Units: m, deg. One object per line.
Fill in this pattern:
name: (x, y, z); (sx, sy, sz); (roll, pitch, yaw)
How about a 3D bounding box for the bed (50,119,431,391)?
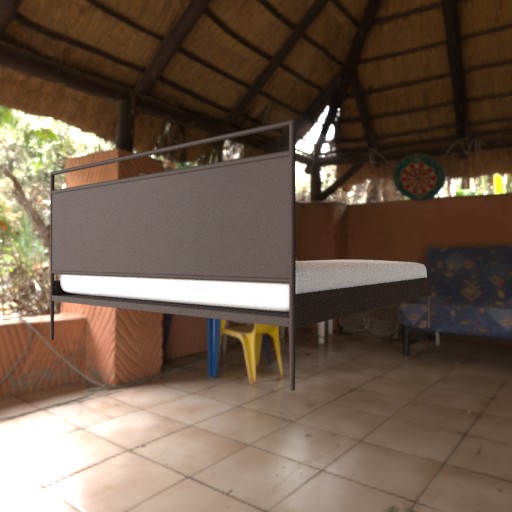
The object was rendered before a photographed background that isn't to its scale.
bed: (0.000, 0.000, 3.364); (1.993, 1.173, 2.151); (0, 0, 37)
